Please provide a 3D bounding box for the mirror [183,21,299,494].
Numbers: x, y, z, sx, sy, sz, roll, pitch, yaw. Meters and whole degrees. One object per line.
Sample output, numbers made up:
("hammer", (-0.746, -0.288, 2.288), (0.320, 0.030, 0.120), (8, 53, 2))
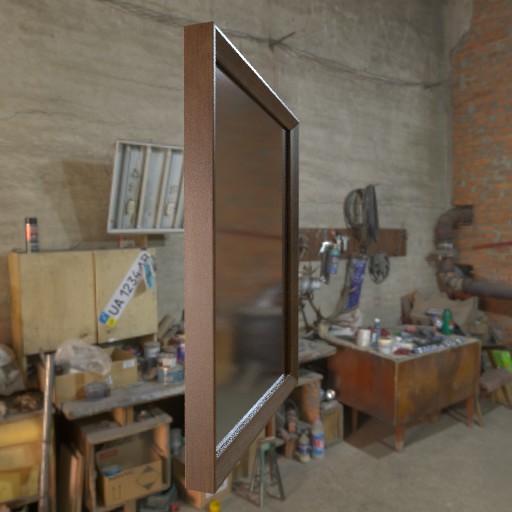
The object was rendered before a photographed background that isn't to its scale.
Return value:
("mirror", (0.000, 0.000, 0.674), (0.041, 0.509, 0.406), (1, 2, 18))
